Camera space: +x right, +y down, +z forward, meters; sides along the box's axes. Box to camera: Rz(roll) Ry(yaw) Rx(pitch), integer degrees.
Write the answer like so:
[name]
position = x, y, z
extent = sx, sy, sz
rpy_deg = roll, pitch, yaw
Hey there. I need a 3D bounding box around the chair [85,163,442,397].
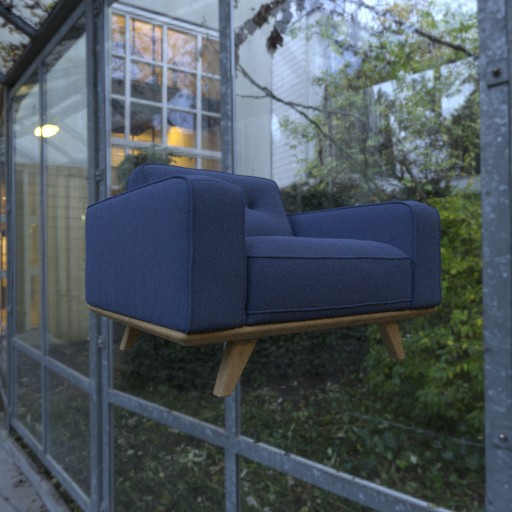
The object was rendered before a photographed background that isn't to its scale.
[chair]
position = 0.000, 0.000, 1.765
extent = 1.118, 0.783, 0.953
rpy_deg = 0, -1, -36
